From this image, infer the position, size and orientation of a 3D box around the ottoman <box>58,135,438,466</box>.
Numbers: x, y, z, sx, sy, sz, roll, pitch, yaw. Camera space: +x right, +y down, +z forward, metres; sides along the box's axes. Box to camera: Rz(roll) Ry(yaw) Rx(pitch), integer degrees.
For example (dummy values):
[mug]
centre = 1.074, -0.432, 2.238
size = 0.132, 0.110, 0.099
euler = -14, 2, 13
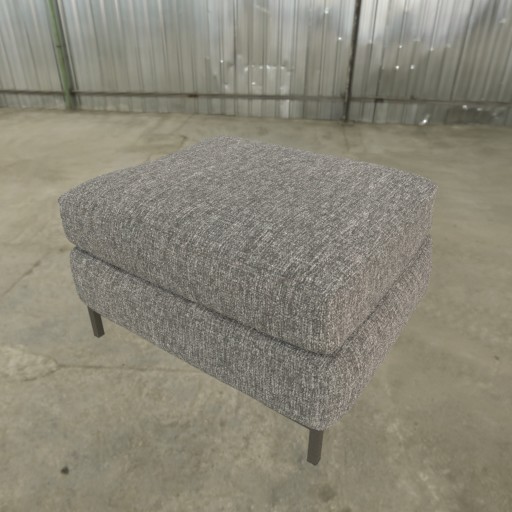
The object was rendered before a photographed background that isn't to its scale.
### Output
[ottoman]
centre = 0.000, 0.000, 1.209
size = 0.828, 0.480, 0.683
euler = 19, 36, 30
